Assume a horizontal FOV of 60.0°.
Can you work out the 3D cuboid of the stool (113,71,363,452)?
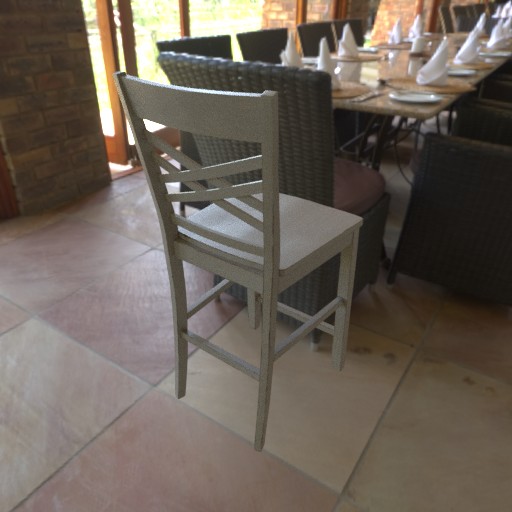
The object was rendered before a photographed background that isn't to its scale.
[{"bbox_3d":[0.000,0.000,1.367,0.462,1.079,0.539,21,36,31],"label":"stool"}]
